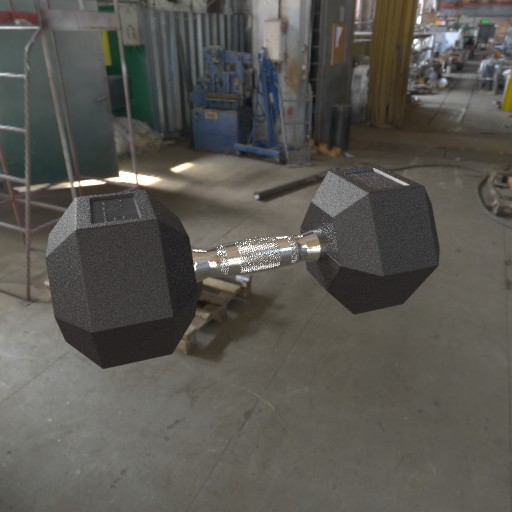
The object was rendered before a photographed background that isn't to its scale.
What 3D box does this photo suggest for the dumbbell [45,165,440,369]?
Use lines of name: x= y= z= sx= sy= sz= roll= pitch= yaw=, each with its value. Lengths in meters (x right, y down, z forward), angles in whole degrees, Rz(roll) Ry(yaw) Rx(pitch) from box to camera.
dumbbell: x=0.000 y=0.000 z=0.403 sx=0.337 sy=0.123 sz=0.142 roll=-9 pitch=28 yaw=-17
